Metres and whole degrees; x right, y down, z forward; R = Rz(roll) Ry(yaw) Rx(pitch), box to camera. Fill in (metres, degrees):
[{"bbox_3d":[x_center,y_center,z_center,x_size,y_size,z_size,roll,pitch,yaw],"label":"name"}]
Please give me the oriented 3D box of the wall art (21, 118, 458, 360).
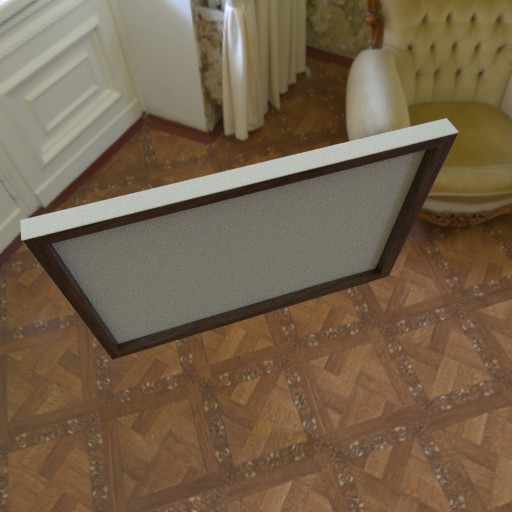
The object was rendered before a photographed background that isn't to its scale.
[{"bbox_3d":[0.000,0.000,1.151,0.914,0.610,0.050,-16,58,-10],"label":"wall art"}]
